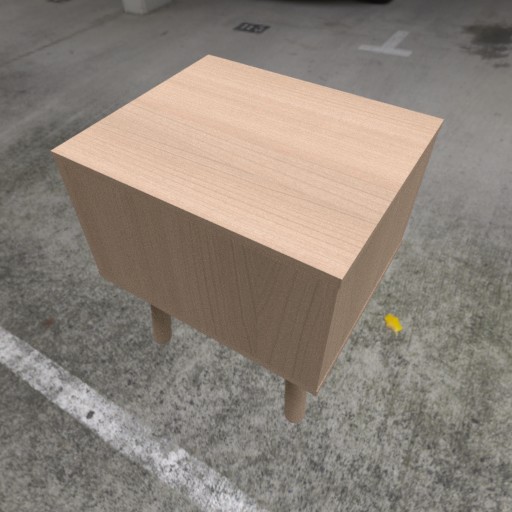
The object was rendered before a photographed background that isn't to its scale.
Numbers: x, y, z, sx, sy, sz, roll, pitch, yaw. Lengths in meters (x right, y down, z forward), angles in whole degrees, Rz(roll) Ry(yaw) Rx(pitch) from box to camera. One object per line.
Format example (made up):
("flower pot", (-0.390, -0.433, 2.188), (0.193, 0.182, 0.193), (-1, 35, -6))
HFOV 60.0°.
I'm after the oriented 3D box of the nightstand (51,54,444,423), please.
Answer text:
("nightstand", (0.000, 0.000, 0.852), (0.450, 0.530, 0.380), (24, 52, 21))
